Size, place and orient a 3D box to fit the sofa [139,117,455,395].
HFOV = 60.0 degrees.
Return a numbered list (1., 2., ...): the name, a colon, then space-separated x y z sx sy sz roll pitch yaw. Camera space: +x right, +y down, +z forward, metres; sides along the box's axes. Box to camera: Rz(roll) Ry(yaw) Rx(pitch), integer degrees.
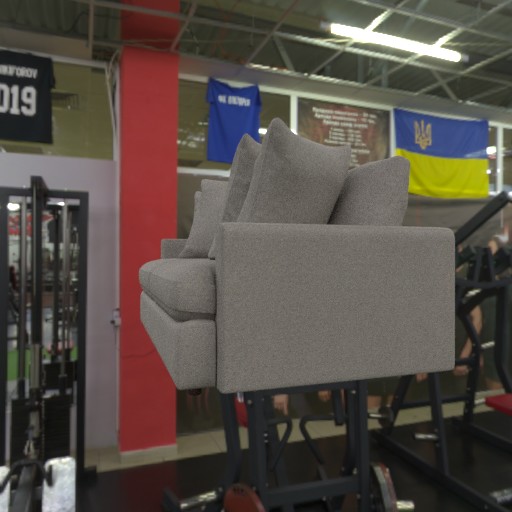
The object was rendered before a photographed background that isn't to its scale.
1. sofa: 0.000 0.000 2.593 1.228 1.080 1.869 0 0 -19
